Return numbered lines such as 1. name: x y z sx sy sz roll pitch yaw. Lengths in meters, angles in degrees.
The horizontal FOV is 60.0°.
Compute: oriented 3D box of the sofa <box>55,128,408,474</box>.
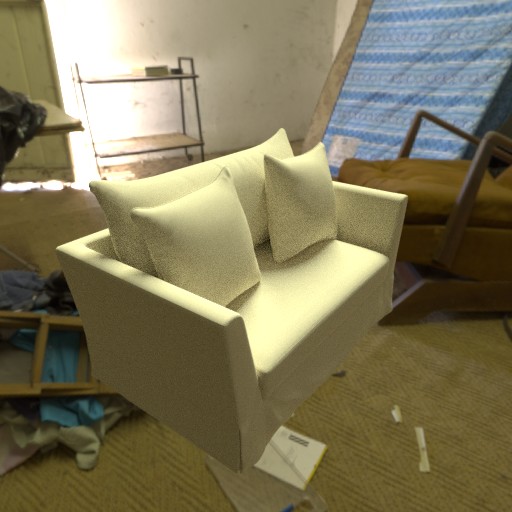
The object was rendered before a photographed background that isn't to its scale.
1. sofa: 0.000 0.000 2.300 1.026 1.039 1.608 18 31 33
